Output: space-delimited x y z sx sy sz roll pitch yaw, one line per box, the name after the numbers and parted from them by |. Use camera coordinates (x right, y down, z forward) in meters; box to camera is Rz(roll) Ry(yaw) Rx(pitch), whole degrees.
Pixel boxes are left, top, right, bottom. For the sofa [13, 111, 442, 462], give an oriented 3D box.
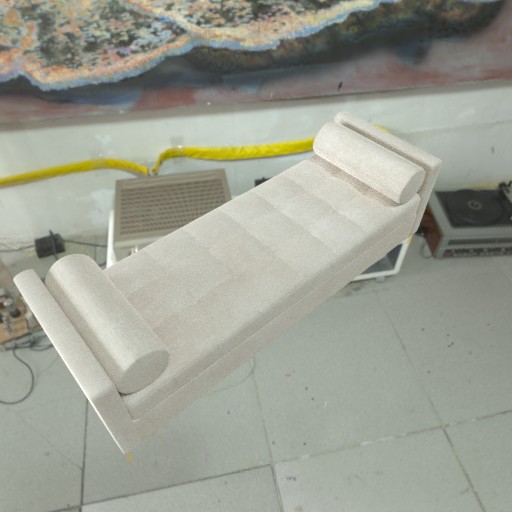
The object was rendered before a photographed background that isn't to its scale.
0.000 0.000 2.240 1.981 0.635 0.686 -33 55 -27 | sofa
